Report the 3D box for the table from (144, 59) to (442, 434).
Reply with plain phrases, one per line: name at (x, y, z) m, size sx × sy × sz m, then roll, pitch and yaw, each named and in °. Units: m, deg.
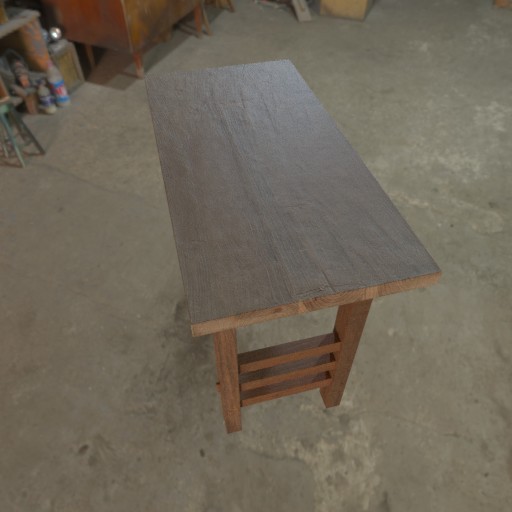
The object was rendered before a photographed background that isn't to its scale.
table at (0.000, 0.000, 1.626) m, size 0.556 × 0.914 × 1.119 m, roll -11°, pitch 48°, yaw -10°
